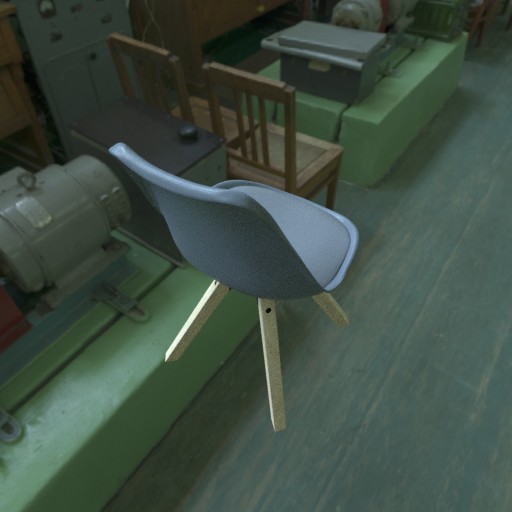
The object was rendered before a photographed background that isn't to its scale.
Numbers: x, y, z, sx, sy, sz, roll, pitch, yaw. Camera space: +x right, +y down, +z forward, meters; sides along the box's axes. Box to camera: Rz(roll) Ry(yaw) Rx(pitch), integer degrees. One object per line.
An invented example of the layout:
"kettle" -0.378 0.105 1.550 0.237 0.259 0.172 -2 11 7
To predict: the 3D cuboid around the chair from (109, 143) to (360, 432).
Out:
"chair" 0.000 0.000 1.172 0.485 0.850 0.550 25 51 22
